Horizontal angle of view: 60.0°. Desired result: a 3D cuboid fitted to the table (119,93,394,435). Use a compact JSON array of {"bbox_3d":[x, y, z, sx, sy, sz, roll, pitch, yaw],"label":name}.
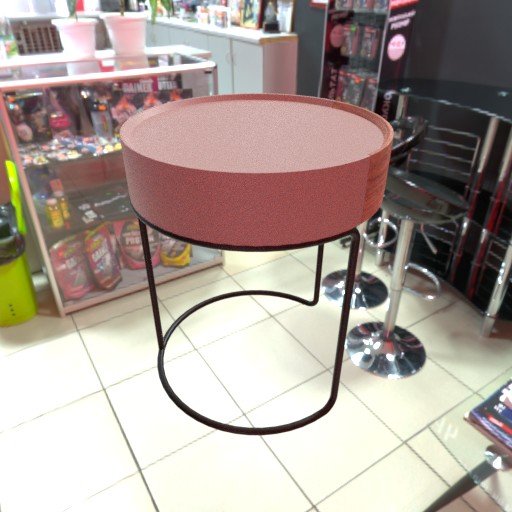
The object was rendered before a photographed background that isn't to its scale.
[{"bbox_3d":[0.000,0.000,0.888,0.450,0.530,0.450,0,32,0],"label":"table"}]
